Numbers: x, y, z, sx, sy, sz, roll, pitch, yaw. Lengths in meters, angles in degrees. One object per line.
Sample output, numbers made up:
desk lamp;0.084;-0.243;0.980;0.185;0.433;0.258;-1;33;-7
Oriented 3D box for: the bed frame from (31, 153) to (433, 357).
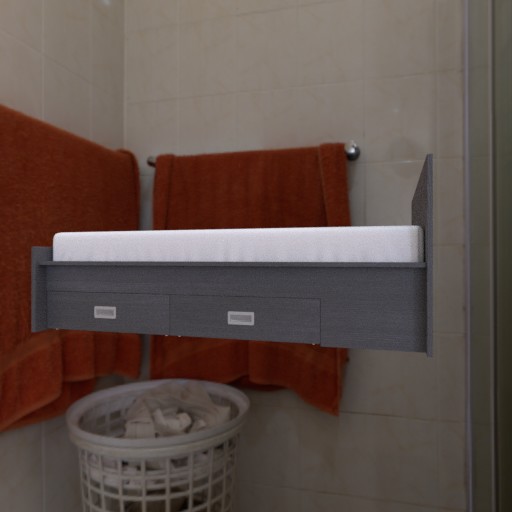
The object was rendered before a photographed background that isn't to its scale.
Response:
bed frame;0.000;0.000;2.806;1.960;0.800;1.622;0;0;17
